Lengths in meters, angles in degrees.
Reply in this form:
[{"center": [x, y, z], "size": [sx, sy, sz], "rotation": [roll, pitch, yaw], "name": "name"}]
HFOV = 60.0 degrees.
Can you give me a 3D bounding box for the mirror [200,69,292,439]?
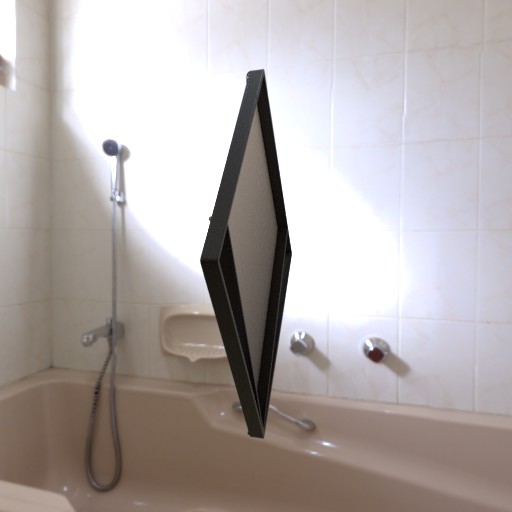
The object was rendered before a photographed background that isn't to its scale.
[{"center": [0.000, 0.000, 0.819], "size": [0.032, 0.679, 0.419], "rotation": [1, 2, 19], "name": "mirror"}]
